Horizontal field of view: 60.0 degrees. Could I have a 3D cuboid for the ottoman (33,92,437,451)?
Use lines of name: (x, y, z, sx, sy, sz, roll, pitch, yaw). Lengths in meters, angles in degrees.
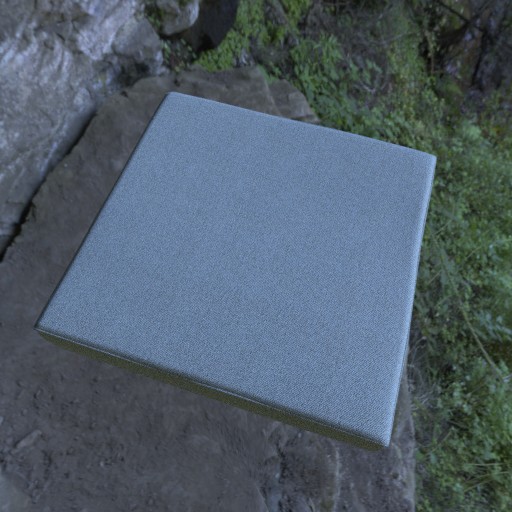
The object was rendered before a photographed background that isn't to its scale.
ottoman: (0.000, 0.000, 1.499, 1.004, 0.379, 0.968, 16, 64, 8)
